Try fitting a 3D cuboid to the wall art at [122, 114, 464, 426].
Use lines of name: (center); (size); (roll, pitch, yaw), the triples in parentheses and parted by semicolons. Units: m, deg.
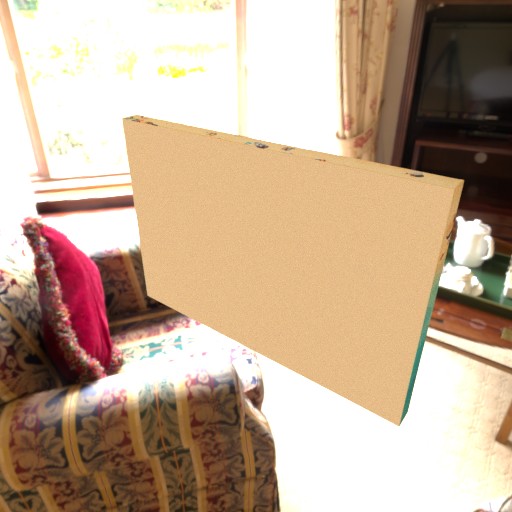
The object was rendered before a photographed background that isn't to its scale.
wall art: (0.000, 0.000, 0.787); (0.609, 0.406, 0.039); (21, 36, 32)
